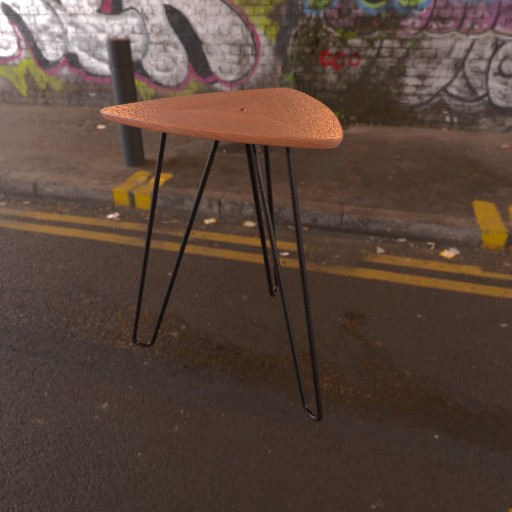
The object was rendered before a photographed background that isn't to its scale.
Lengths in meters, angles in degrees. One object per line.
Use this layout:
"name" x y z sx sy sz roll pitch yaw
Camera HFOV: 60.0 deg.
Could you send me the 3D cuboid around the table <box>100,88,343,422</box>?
"table" 0.000 0.000 0.902 0.442 0.564 0.455 -18 34 -29
